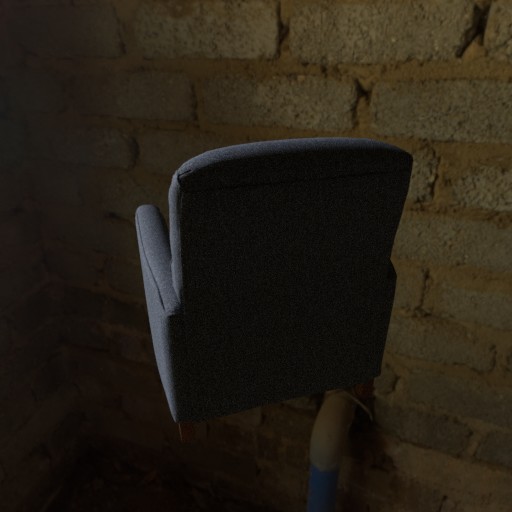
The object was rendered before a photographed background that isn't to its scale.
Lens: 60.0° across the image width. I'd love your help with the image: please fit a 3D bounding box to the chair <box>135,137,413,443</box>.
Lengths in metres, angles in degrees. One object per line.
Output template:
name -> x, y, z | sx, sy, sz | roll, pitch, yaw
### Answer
chair -> 0.000, 0.000, 1.680 | 0.839, 1.016, 0.850 | -8, 28, -15
